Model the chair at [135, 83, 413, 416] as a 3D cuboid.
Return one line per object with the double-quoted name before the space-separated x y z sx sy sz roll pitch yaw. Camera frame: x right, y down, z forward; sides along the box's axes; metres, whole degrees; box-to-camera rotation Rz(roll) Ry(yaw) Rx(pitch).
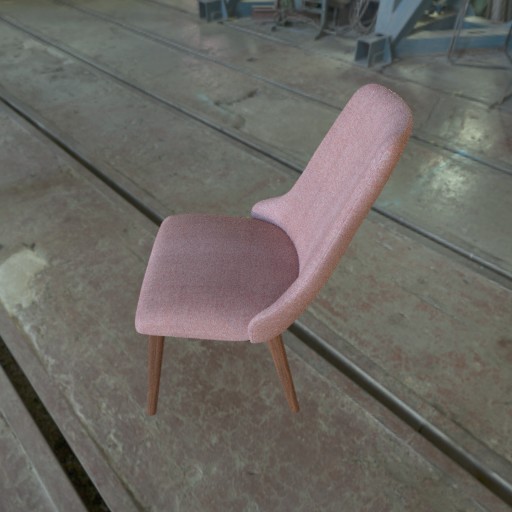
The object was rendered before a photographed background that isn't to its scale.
"chair" 0.000 0.000 1.319 0.707 0.918 0.535 1 41 1
